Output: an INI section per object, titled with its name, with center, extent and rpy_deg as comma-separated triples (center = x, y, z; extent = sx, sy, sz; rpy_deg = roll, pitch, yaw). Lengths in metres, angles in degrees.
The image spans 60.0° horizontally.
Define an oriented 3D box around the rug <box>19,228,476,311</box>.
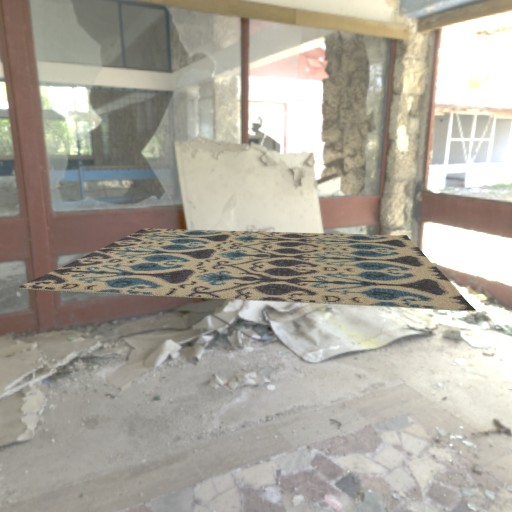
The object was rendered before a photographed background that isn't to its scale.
[rug]
center = 0.000, 0.000, 4.234
extent = 3.228, 0.024, 2.443
rpy_deg = 2, 14, 8
